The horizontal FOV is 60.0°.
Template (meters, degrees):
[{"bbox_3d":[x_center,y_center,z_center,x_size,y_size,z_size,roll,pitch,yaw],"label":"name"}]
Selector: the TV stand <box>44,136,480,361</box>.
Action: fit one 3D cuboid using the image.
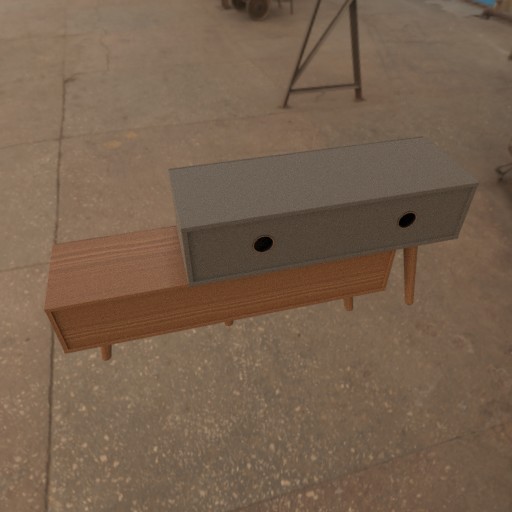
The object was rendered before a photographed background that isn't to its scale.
[{"bbox_3d":[0.000,0.000,1.551,1.336,0.591,0.329,-10,43,-11],"label":"TV stand"}]
